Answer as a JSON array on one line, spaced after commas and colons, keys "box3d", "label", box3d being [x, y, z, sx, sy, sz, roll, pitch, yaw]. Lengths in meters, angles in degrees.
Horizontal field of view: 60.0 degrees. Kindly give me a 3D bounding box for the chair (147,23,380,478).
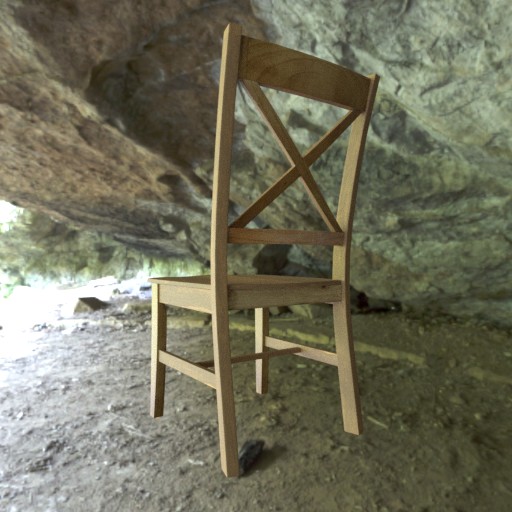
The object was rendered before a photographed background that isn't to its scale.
[{"box3d": [0.000, 0.000, 1.276, 0.485, 0.983, 0.542, 0, 0, -35], "label": "chair"}]
